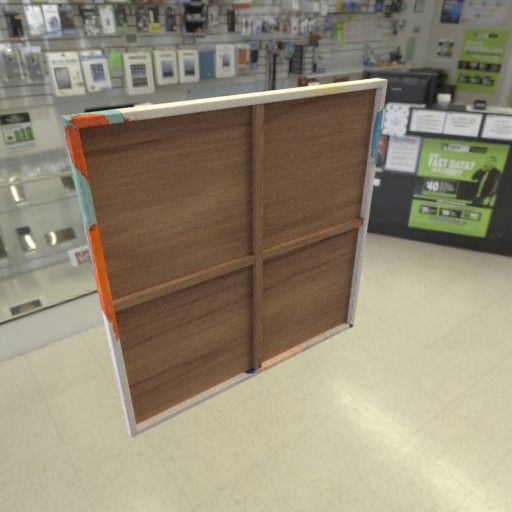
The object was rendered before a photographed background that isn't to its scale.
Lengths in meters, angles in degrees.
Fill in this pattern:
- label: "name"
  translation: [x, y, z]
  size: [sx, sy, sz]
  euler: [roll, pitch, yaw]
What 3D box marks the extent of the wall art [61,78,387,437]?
- label: "wall art"
  translation: [0.000, 0.000, 1.170]
  size: [0.814, 0.814, 0.037]
  euler: [-19, 35, -30]
